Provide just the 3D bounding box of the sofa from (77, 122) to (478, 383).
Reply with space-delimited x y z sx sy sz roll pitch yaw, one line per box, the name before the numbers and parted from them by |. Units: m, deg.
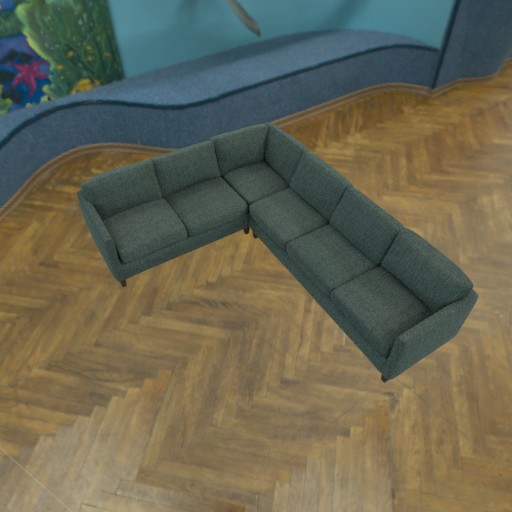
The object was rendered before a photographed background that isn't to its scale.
sofa | 0.000 0.000 4.468 2.593 0.947 3.302 -24 51 -21
